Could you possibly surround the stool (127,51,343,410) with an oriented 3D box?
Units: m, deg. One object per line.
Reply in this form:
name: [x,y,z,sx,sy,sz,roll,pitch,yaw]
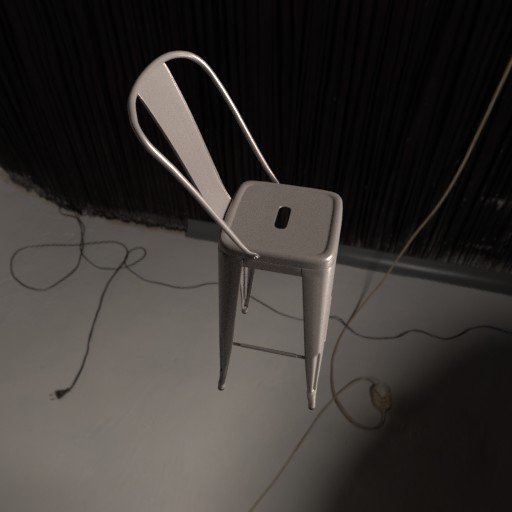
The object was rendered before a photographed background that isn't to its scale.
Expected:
stool: [0.000,0.000,1.343,0.513,1.096,0.399,9,47,9]
